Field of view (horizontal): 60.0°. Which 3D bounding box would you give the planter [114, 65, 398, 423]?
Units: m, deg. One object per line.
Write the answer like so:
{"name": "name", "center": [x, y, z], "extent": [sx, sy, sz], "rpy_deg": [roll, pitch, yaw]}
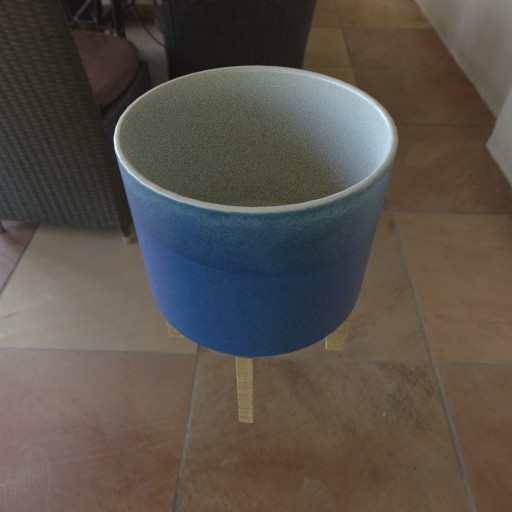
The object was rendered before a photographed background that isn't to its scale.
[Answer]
{"name": "planter", "center": [0.000, 0.000, 0.400], "extent": [0.192, 0.263, 0.192], "rpy_deg": [0, 46, 0]}
